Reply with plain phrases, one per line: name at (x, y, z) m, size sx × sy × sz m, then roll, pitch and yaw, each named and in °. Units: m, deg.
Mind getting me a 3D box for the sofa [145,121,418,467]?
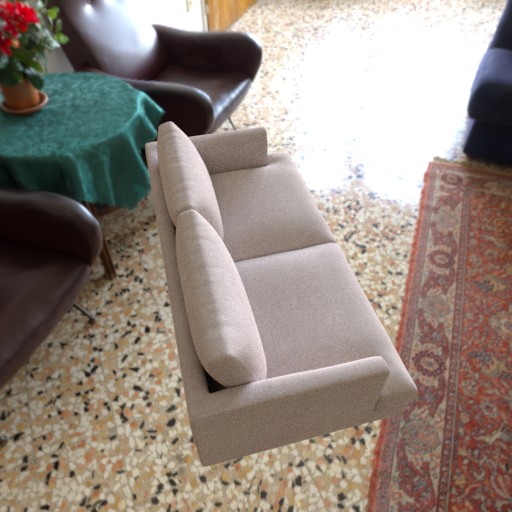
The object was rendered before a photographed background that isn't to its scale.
sofa at (0.000, 0.000, 2.525) m, size 1.020 × 0.868 × 1.948 m, roll -11°, pitch 48°, yaw -10°
